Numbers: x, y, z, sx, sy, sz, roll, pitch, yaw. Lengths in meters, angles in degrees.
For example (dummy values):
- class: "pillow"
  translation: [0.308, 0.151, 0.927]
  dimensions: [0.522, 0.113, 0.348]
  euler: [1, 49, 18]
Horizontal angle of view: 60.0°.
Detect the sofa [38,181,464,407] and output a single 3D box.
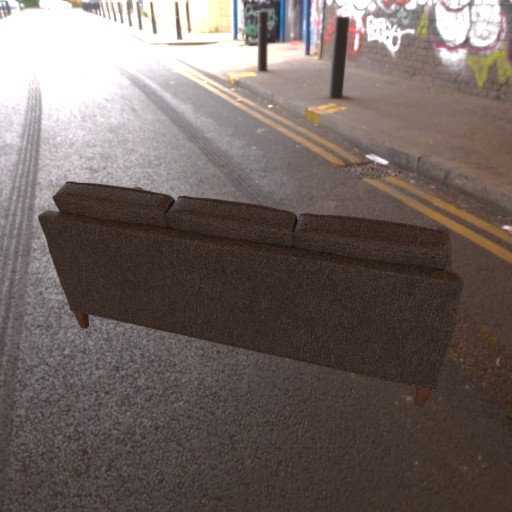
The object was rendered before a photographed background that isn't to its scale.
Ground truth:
- class: "sofa"
  translation: [0.000, 0.000, 2.731]
  dimensions: [2.246, 1.003, 1.084]
  euler: [9, 32, 15]
